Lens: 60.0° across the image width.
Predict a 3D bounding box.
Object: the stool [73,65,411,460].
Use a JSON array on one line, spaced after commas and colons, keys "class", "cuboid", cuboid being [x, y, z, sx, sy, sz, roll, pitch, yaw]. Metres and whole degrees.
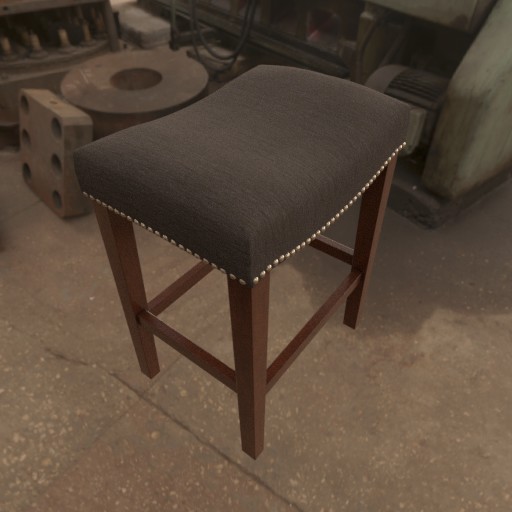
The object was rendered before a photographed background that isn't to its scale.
[{"class": "stool", "cuboid": [0.000, 0.000, 0.961, 0.372, 0.654, 0.504, 27, 49, 27]}]
